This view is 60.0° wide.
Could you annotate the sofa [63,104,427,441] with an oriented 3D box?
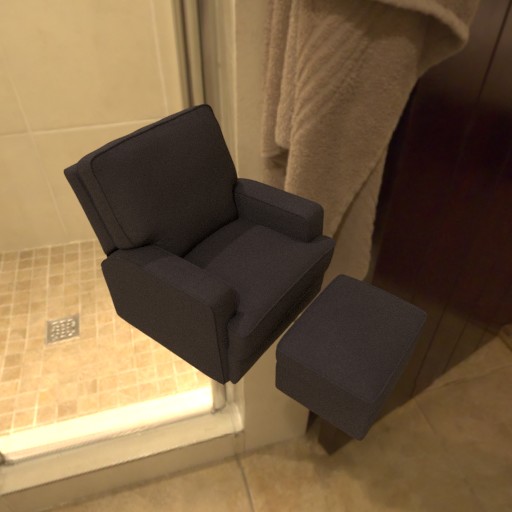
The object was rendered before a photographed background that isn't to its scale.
[{"bbox_3d":[0.000,0.000,1.983,1.472,0.959,0.861,26,47,27],"label":"sofa"}]
